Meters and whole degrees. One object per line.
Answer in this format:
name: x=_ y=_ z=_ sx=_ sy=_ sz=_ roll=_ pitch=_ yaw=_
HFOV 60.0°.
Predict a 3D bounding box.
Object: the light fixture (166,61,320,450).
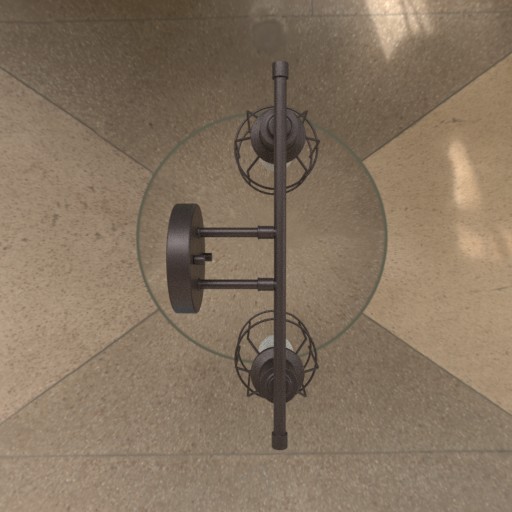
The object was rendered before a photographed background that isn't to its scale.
light fixture: x=0.000 y=0.000 z=0.539 sx=0.165 sy=0.254 sz=0.406 roll=0 pitch=92 yaw=1
